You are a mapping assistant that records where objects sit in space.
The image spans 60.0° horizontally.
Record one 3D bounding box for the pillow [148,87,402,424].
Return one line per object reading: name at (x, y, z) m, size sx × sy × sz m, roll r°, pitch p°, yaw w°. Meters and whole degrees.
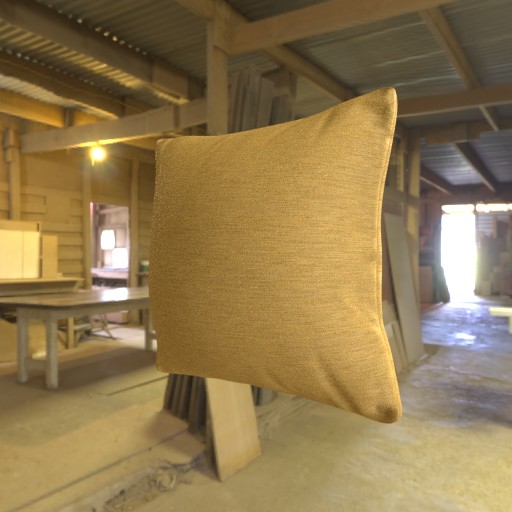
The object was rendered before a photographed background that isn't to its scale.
pillow at (0.000, 0.000, 0.670) m, size 0.435 × 0.417 × 0.247 m, roll 0°, pitch 0°, yaw 36°
